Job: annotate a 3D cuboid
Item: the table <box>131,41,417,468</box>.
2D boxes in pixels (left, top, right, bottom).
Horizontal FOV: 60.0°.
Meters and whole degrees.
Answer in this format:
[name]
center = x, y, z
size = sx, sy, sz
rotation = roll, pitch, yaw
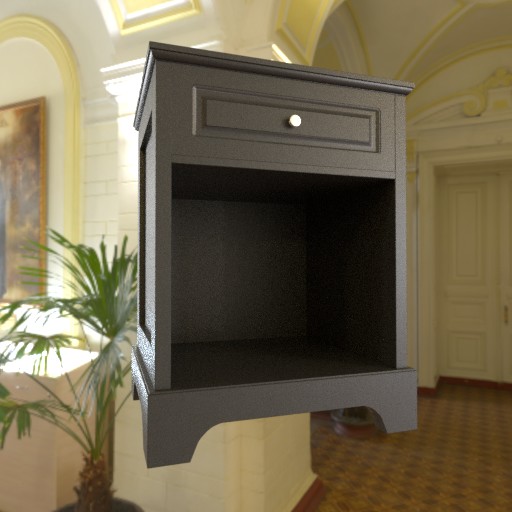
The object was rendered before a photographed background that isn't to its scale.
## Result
[table]
center = 0.000, 0.000, 0.893
size = 0.460, 0.610, 0.399
rotation = 0, -1, -19
